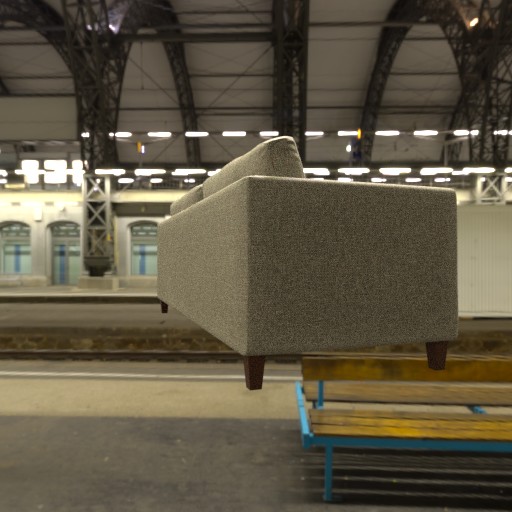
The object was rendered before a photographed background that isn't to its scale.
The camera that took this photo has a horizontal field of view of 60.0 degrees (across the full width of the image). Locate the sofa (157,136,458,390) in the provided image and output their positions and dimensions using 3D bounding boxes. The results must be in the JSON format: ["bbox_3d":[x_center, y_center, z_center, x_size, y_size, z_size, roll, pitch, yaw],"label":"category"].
[{"bbox_3d":[0.000,0.000,2.783,0.948,0.951,2.434,0,0,-20],"label":"sofa"}]
